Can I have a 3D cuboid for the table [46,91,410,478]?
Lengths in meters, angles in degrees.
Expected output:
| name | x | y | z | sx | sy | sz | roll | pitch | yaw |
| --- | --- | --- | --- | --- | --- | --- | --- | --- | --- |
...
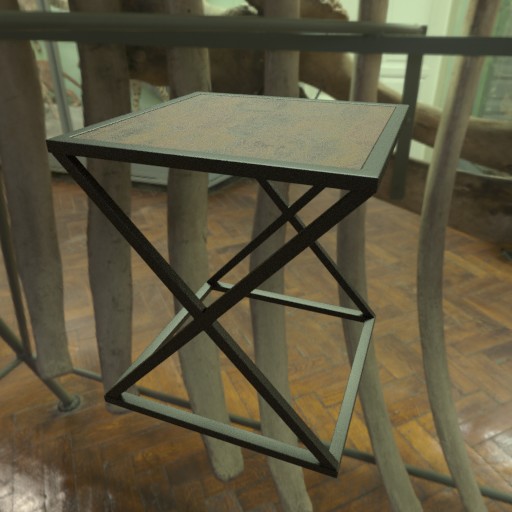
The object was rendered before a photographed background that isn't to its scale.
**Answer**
| name | x | y | z | sx | sy | sz | roll | pitch | yaw |
| --- | --- | --- | --- | --- | --- | --- | --- | --- | --- |
| table | 0.000 | 0.000 | 0.939 | 0.500 | 0.565 | 0.500 | 10 | 30 | 18 |
